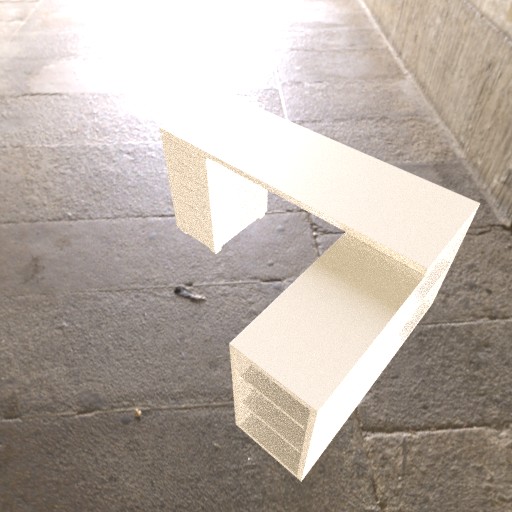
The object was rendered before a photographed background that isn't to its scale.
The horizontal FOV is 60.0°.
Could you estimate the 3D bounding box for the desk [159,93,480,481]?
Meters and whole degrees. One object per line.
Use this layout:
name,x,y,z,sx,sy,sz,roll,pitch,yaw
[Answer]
desk,0.000,0.000,2.221,1.524,0.759,1.199,32,55,27
